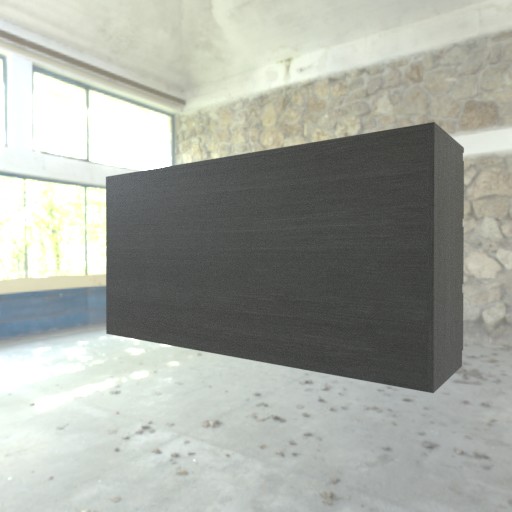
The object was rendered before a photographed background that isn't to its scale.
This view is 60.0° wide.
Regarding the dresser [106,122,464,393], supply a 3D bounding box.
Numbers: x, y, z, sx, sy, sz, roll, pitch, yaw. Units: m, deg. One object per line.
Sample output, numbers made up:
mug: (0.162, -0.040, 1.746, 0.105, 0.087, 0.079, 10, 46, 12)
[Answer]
dresser: (0.000, 0.000, 1.931, 1.590, 0.795, 0.400, 0, 1, 36)
